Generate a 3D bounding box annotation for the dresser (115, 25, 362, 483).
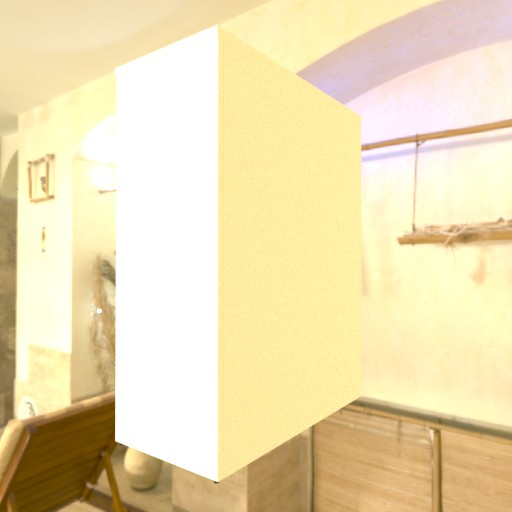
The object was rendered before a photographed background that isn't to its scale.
[{"bbox_3d":[0.000,0.000,1.433,0.380,1.040,0.800,0,-1,37],"label":"dresser"}]
